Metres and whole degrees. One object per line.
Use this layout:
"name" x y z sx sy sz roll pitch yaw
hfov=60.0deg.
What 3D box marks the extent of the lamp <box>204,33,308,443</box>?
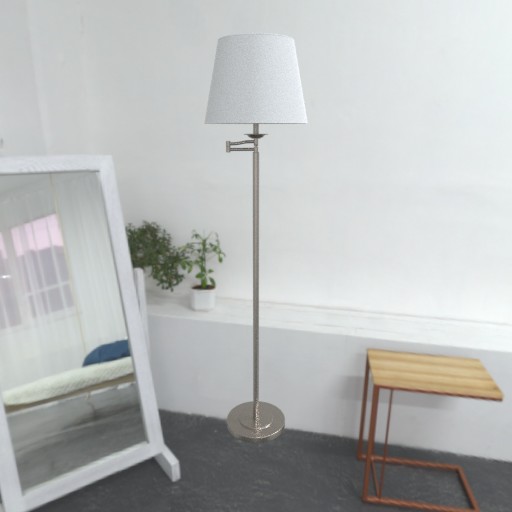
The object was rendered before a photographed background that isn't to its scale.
"lamp" 0.000 0.000 1.664 0.355 1.473 0.355 0 16 0
